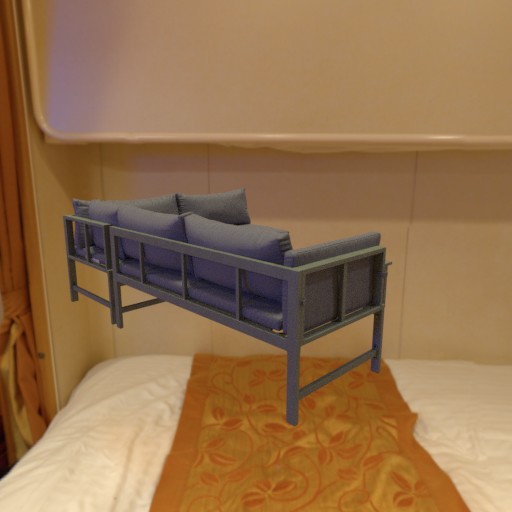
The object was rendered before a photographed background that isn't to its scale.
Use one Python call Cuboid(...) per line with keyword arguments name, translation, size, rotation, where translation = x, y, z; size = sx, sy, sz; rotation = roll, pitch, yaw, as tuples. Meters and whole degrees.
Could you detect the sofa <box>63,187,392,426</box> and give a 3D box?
Cuboid(name="sofa", translation=(0.000, 0.000, 2.953), size=(1.658, 0.762, 2.149), rotation=(-12, 18, -43))
